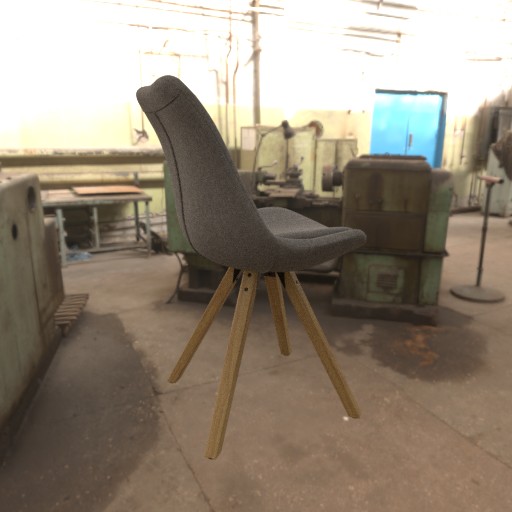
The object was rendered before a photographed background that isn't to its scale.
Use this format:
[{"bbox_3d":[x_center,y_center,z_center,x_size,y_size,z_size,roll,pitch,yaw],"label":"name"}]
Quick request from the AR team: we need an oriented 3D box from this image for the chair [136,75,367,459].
[{"bbox_3d":[0.000,0.000,1.206,0.550,0.865,0.483,-7,16,-24],"label":"chair"}]
